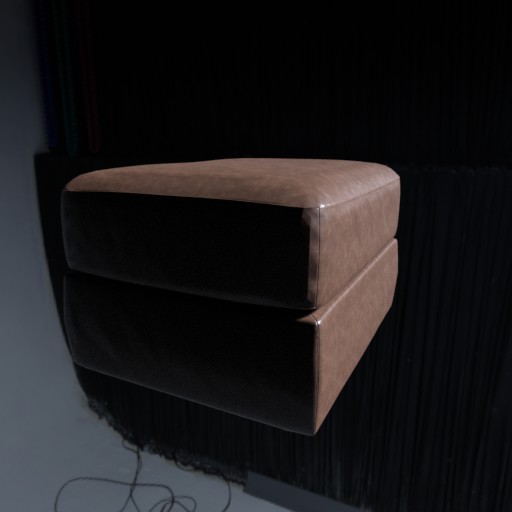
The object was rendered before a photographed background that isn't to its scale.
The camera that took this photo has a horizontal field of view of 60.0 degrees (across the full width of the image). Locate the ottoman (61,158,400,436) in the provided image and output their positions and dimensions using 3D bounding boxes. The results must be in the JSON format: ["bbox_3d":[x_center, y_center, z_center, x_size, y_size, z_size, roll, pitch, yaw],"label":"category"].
[{"bbox_3d":[0.000,0.000,1.141,0.603,0.476,0.751,7,16,26],"label":"ottoman"}]
